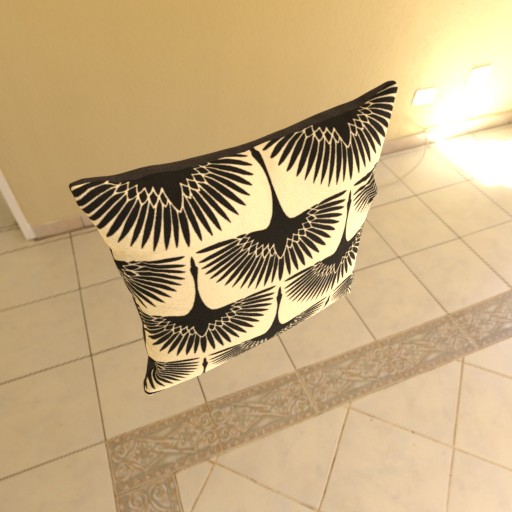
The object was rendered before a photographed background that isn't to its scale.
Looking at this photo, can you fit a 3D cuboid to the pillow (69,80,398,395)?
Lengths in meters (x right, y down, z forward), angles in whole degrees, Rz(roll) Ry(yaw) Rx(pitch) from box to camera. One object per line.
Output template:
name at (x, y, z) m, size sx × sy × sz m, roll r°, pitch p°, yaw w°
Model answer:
pillow at (0.000, 0.000, 0.660) m, size 0.432 × 0.432 × 0.139 m, roll -24°, pitch 51°, yaw -21°
